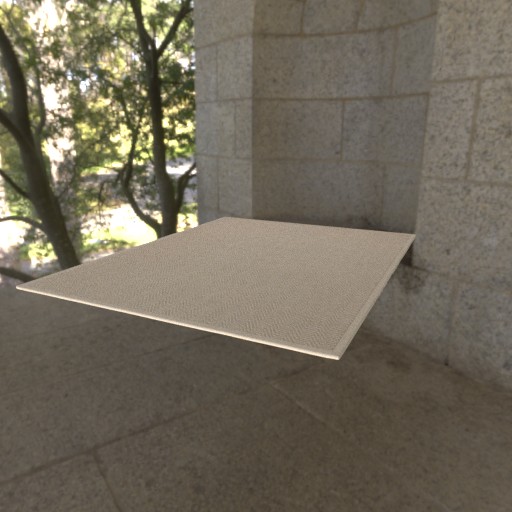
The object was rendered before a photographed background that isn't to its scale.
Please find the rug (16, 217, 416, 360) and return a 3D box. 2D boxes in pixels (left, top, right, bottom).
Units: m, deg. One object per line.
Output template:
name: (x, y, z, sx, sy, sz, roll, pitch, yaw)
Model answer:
rug: (0.000, 0.000, 4.020, 2.407, 0.020, 3.051, 7, 17, 25)
